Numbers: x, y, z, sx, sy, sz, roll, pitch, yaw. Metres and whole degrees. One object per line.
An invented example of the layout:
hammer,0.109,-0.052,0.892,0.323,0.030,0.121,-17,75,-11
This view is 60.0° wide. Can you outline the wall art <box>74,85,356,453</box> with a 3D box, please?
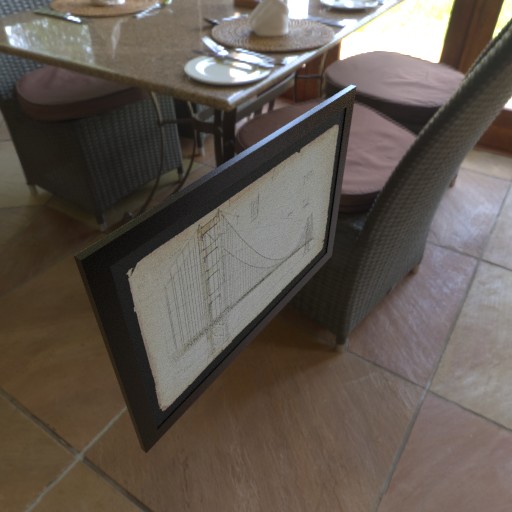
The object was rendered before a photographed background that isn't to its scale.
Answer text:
wall art,0.000,0.000,0.833,0.013,0.447,0.660,26,47,27
